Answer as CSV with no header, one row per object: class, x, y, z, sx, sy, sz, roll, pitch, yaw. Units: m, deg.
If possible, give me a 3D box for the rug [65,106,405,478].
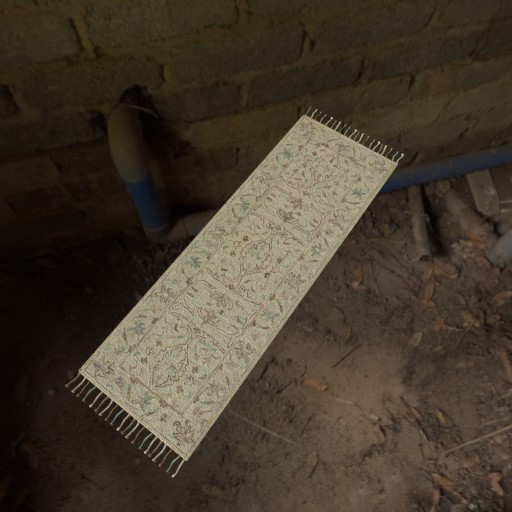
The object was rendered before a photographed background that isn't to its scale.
rug,0.000,0.000,2.701,0.769,0.013,2.440,33,68,15
